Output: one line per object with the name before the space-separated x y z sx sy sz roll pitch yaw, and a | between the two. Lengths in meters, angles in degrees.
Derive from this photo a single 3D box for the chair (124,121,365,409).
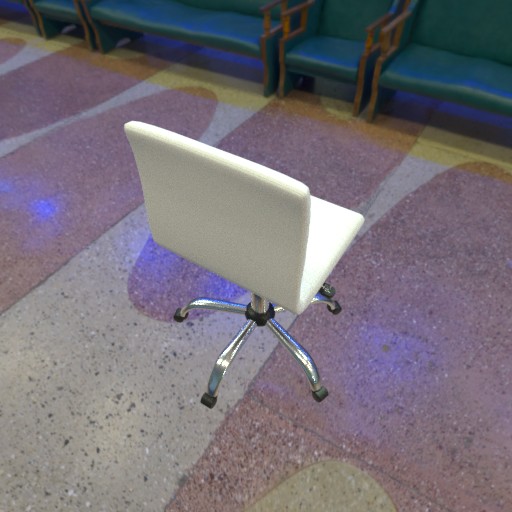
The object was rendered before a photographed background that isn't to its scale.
chair | 0.000 0.000 1.123 0.556 0.780 0.530 25 51 22
